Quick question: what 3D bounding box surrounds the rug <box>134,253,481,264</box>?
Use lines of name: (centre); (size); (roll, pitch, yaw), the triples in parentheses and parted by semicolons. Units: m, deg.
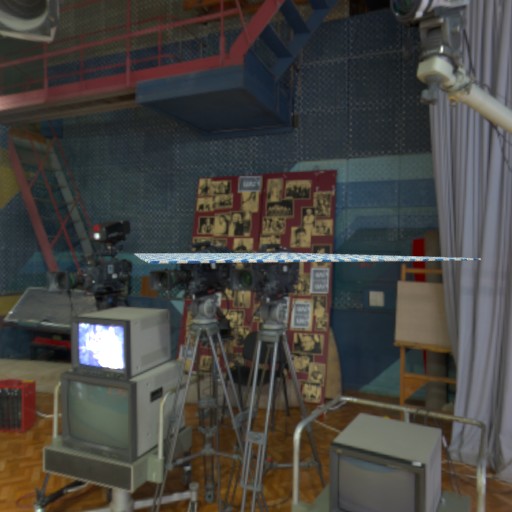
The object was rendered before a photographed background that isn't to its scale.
rug: (0.000, 0.000, 2.372); (1.225, 0.008, 1.830); (0, 1, -17)
